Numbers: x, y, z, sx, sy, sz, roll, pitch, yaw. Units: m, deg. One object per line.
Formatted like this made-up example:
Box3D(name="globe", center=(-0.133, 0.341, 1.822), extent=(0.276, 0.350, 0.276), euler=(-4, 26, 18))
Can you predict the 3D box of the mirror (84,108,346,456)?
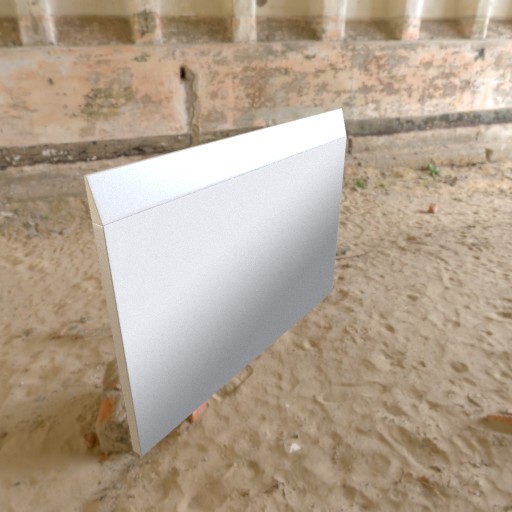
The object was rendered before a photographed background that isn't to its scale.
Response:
Box3D(name="mirror", center=(0.000, 0.000, 1.149), extent=(0.030, 0.630, 0.870), euler=(19, 32, 33))
